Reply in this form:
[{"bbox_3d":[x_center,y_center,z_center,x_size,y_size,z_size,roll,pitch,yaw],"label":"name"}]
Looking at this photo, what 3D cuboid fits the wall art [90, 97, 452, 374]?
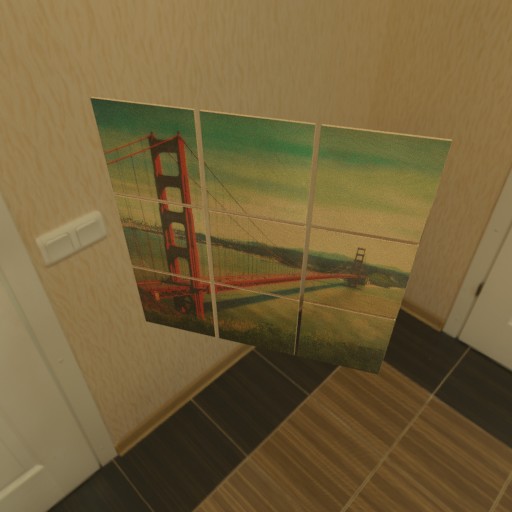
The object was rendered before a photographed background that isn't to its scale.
[{"bbox_3d":[0.000,0.000,2.303,1.519,1.507,0.014,11,42,12],"label":"wall art"}]
